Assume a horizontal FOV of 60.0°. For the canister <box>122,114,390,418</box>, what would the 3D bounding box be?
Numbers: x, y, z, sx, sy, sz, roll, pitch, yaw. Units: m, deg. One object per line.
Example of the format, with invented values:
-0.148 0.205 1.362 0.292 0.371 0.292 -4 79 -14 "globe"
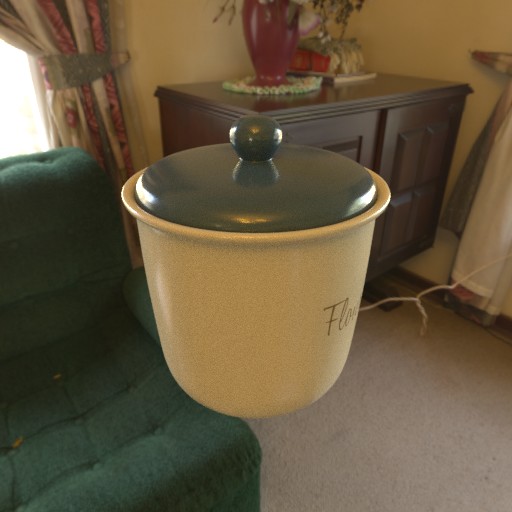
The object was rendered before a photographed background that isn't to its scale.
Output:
0.000 0.000 0.337 0.182 0.208 0.182 0 28 0 "canister"
